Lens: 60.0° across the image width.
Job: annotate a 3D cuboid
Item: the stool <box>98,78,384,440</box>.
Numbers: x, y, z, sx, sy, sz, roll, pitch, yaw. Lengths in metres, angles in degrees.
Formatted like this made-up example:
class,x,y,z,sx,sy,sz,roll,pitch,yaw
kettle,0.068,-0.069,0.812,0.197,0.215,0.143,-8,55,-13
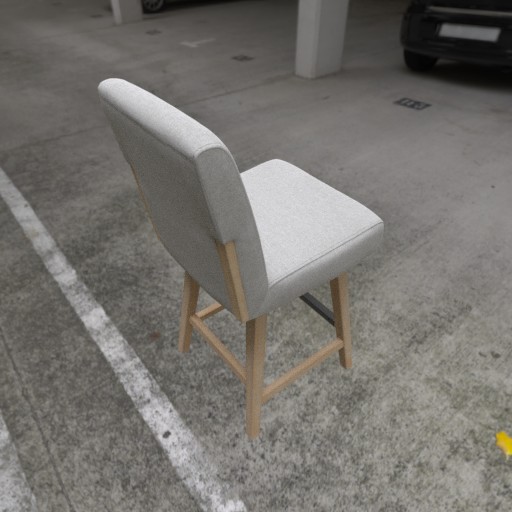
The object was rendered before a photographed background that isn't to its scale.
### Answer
class,x,y,z,sx,sy,sz,roll,pitch,yaw
stool,0.000,0.000,1.375,0.606,1.085,0.507,-27,47,-28
